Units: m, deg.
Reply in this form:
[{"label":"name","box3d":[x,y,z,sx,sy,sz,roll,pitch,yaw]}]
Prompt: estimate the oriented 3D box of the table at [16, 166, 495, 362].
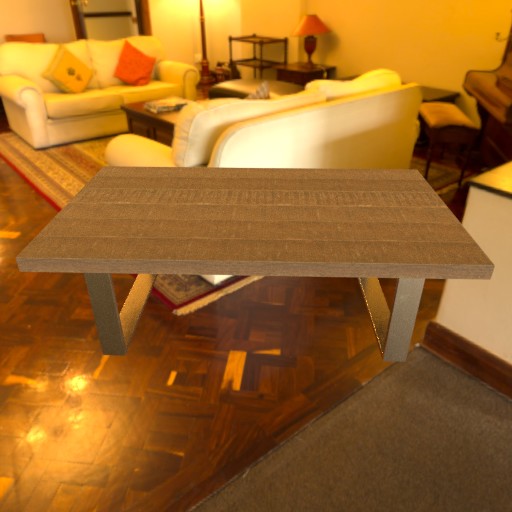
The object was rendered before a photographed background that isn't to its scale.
[{"label":"table","box3d":[0.000,0.000,1.747,1.400,0.440,0.800,1,31,2]}]
